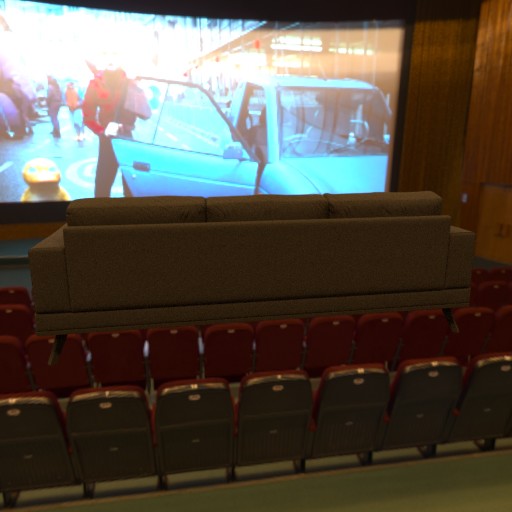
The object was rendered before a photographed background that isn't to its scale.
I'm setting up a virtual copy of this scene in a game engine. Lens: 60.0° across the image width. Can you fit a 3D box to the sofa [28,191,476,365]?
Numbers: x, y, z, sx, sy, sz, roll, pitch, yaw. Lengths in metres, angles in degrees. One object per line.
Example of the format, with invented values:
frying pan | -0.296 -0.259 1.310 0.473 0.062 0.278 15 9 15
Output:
sofa | 0.000 0.000 2.691 2.310 0.810 0.920 -2 14 -10
